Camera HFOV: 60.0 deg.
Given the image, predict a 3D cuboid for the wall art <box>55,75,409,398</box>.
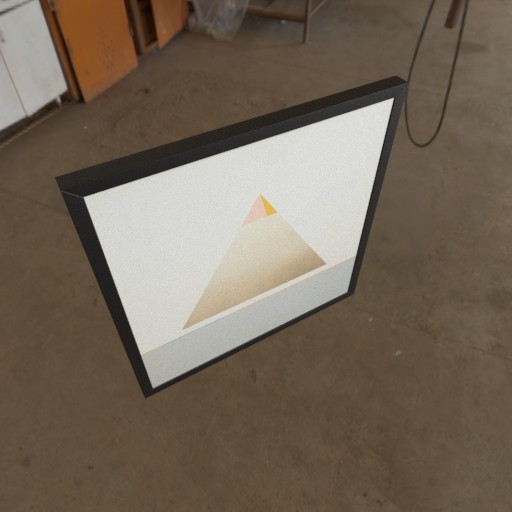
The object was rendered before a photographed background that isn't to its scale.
[{"bbox_3d":[0.000,0.000,0.770,0.513,0.511,0.028,-23,51,-20],"label":"wall art"}]
